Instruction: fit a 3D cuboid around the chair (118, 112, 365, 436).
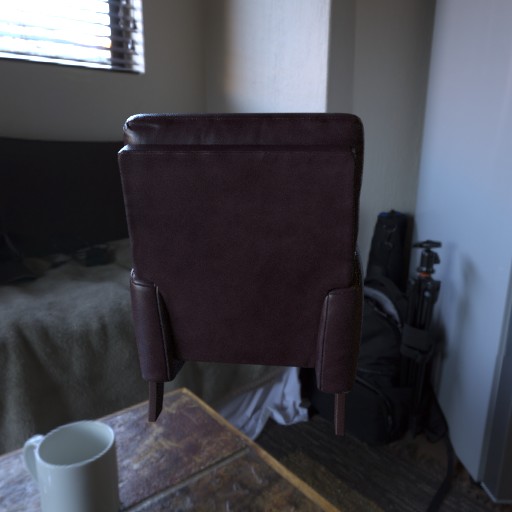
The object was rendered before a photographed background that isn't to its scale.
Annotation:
[{"bbox_3d":[0.000,0.000,1.661,0.762,0.990,0.990,2,15,6],"label":"chair"}]
